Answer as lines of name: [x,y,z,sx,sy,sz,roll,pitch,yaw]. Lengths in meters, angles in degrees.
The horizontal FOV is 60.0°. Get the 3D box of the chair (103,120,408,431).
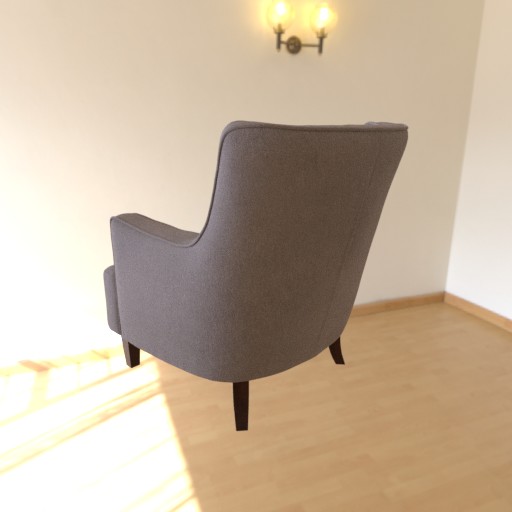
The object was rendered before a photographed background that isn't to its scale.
chair: [0.000,0.000,1.582,0.910,0.919,0.781,15,22,42]
